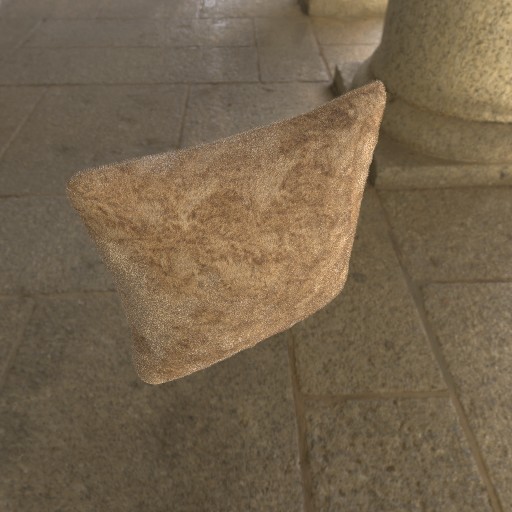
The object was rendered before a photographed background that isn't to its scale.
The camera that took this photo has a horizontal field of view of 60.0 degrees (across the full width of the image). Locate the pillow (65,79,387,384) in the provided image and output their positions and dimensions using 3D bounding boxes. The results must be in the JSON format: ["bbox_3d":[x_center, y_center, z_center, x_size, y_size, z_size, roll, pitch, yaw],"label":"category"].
[{"bbox_3d":[0.000,0.000,0.811,0.538,0.525,0.216,-23,50,-21],"label":"pillow"}]
